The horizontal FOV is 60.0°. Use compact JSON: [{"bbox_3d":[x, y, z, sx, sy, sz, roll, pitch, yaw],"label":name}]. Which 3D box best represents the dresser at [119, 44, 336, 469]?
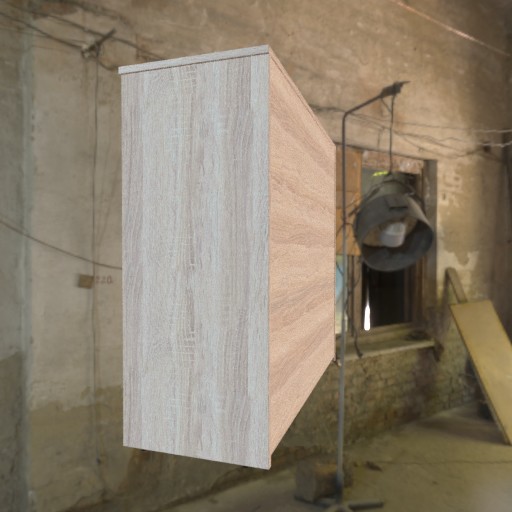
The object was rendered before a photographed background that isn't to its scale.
[{"bbox_3d":[0.000,0.000,1.456,0.380,0.900,0.980,0,1,18],"label":"dresser"}]
